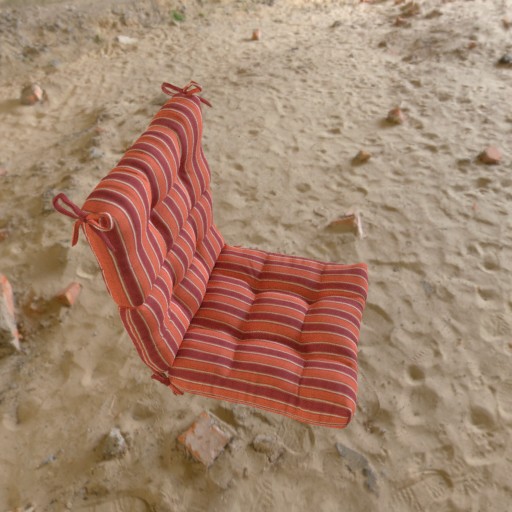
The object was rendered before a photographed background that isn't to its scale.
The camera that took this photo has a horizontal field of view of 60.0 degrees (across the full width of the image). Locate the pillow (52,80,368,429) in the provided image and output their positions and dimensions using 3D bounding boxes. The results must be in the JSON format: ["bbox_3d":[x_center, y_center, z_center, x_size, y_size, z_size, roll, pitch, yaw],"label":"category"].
[{"bbox_3d":[0.000,0.000,1.029,0.571,0.605,0.519,10,47,10],"label":"pillow"}]
